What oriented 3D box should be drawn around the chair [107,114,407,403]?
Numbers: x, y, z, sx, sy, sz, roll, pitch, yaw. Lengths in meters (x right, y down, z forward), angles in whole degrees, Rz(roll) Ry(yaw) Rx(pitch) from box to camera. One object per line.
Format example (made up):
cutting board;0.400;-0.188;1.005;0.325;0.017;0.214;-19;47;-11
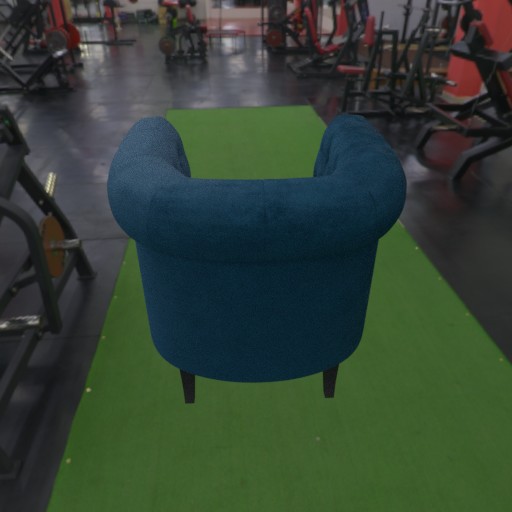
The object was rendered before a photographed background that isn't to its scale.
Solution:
chair;0.000;0.000;1.547;0.904;0.826;0.851;-1;32;-2
